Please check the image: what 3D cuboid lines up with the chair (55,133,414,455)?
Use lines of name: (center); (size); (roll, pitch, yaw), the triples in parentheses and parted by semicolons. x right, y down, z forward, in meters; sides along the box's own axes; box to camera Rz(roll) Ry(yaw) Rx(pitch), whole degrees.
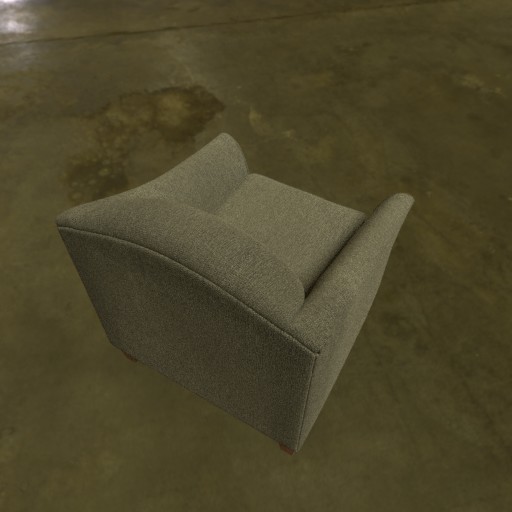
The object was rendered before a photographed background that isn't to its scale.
chair: (0.000, 0.000, 1.443); (0.763, 0.839, 0.787); (23, 52, 20)
